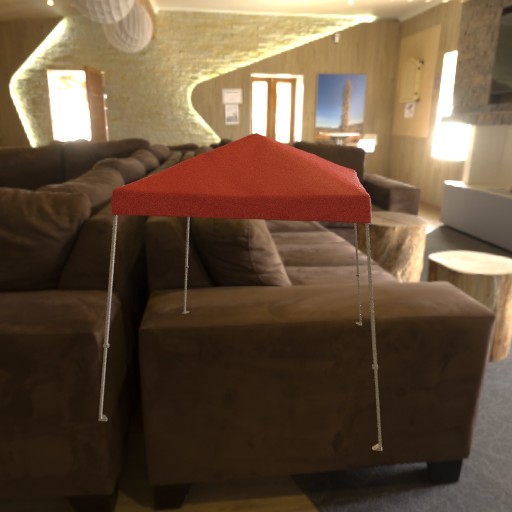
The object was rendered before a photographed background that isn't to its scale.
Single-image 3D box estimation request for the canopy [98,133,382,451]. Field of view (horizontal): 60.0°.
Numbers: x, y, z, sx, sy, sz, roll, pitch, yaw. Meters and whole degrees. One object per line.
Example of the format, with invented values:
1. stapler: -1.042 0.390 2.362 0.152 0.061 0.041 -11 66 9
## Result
1. canopy: 0.000 0.000 6.713 3.599 3.600 3.600 3 16 9
